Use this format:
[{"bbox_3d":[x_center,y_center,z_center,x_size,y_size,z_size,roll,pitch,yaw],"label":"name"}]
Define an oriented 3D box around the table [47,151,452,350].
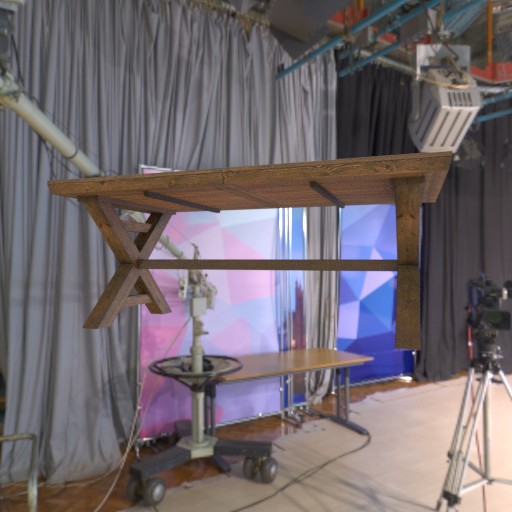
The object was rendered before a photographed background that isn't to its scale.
[{"bbox_3d":[0.000,0.000,2.520,1.966,0.793,1.071,0,0,19],"label":"table"}]
